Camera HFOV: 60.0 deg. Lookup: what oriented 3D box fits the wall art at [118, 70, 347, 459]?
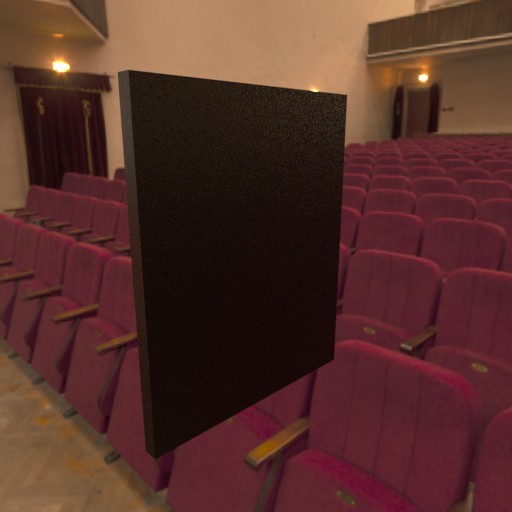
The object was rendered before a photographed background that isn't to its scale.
[{"bbox_3d":[0.000,0.000,0.772,0.457,0.557,0.028,-14,20,-42],"label":"wall art"}]
